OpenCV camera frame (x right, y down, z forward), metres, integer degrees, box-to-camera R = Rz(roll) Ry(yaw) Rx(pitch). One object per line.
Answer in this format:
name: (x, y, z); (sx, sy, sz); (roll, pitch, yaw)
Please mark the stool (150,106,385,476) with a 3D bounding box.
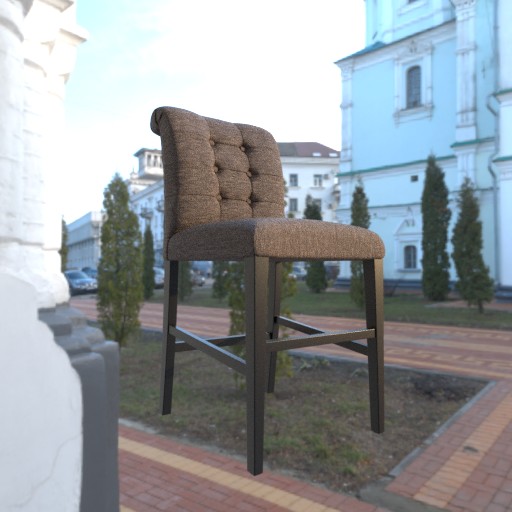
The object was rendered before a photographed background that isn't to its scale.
stool: (0.000, 0.000, 1.331); (0.457, 0.970, 0.611); (1, -2, -36)
